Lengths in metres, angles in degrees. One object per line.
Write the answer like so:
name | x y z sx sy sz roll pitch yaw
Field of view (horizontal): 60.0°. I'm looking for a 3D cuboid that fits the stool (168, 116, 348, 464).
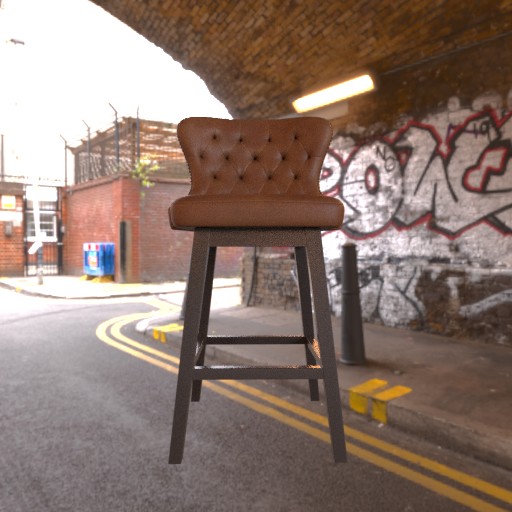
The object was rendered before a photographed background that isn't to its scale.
stool | 0.000 0.000 1.336 0.528 0.971 0.593 0 1 -1
